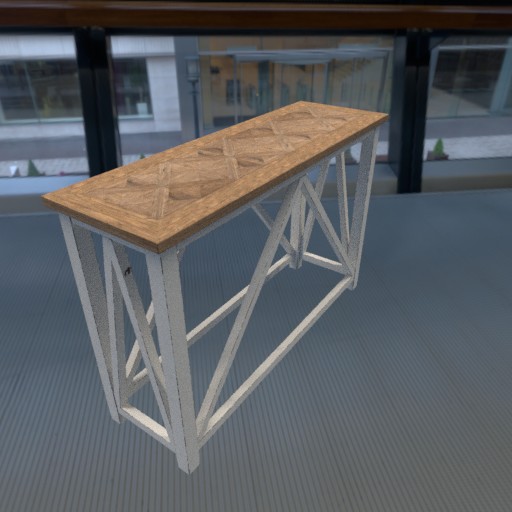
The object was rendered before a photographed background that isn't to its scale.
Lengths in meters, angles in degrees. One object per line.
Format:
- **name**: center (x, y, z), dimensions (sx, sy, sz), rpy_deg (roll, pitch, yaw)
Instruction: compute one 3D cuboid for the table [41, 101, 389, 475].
- **table**: center (0.000, 0.000, 1.829), dimensions (0.450, 0.930, 1.400), rpy_deg (20, 37, 29)
